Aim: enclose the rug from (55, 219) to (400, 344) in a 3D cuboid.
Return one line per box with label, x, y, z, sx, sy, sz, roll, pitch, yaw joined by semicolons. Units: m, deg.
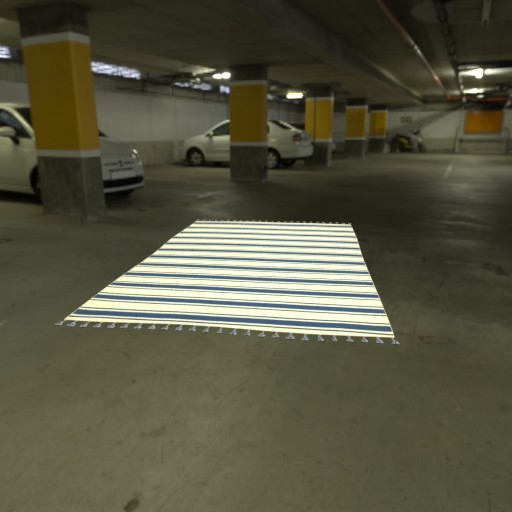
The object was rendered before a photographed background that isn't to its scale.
rug;0.000;0.000;2.570;1.248;0.009;2.108;2;16;7
